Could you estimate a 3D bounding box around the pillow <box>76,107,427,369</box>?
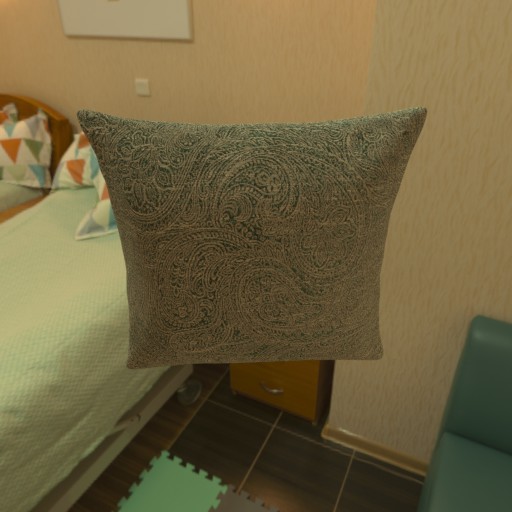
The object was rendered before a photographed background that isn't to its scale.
[{"bbox_3d":[0.000,0.000,0.785,0.526,0.507,0.166,-1,29,-3],"label":"pillow"}]
